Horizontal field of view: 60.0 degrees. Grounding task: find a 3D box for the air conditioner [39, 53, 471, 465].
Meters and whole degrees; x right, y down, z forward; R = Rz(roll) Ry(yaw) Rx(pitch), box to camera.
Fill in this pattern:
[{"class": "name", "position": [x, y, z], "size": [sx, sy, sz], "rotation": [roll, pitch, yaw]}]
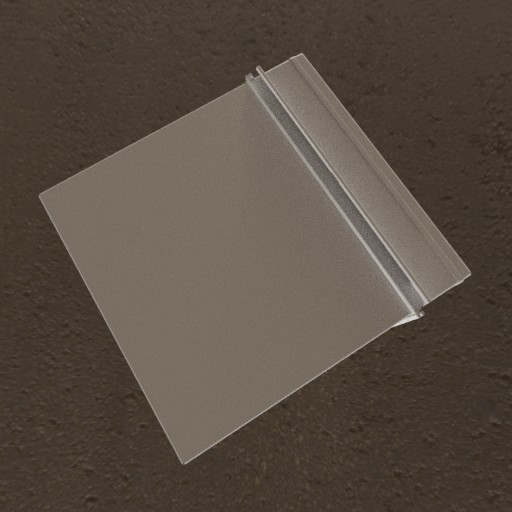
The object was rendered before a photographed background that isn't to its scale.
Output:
[{"class": "air conditioner", "position": [0.000, 0.000, 0.869], "size": [0.546, 0.388, 0.503], "rotation": [-31, 77, -8]}]
